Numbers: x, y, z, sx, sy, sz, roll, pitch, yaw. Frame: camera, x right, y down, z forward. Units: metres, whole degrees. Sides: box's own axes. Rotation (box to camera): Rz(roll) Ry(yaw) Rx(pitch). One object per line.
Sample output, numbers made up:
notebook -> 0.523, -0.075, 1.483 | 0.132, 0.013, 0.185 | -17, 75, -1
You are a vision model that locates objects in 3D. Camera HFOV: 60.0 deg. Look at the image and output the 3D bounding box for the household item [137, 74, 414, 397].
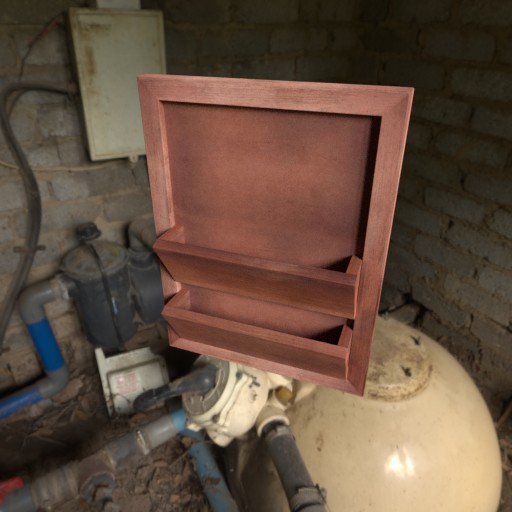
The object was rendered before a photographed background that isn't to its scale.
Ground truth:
household item -> 0.000, 0.000, 0.557 | 0.310, 0.407, 0.067 | 10, 31, 18
